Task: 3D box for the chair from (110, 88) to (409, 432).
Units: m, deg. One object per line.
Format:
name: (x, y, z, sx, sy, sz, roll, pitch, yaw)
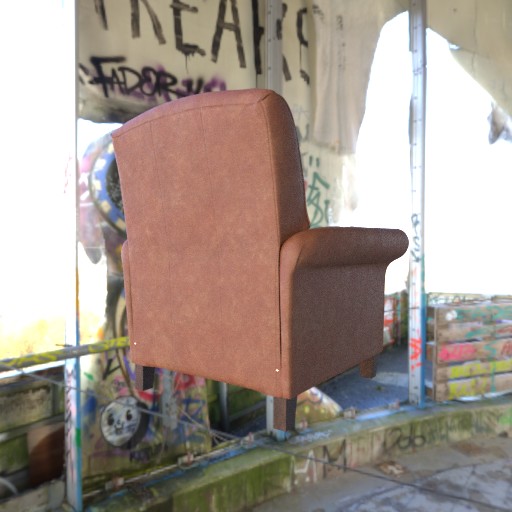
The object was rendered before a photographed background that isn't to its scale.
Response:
chair: (0.000, 0.000, 1.820, 0.978, 1.061, 0.902, 0, 1, 36)
